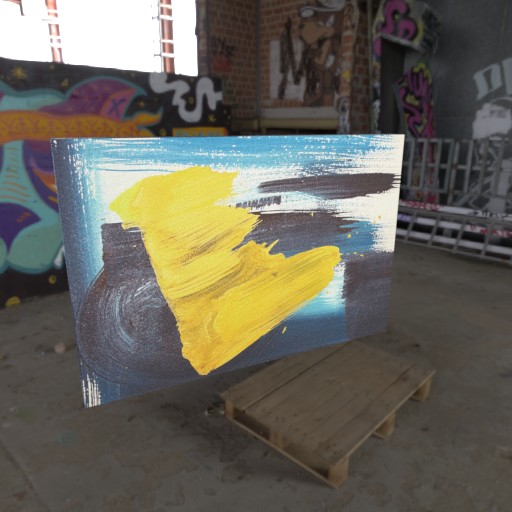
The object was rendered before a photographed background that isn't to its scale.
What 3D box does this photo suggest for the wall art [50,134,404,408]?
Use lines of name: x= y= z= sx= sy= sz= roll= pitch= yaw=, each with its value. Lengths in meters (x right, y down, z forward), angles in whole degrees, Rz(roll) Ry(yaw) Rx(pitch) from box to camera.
wall art: x=0.000 y=0.000 z=0.776 sx=0.609 sy=0.406 sz=0.033 roll=-8 pitch=18 yaw=-25
